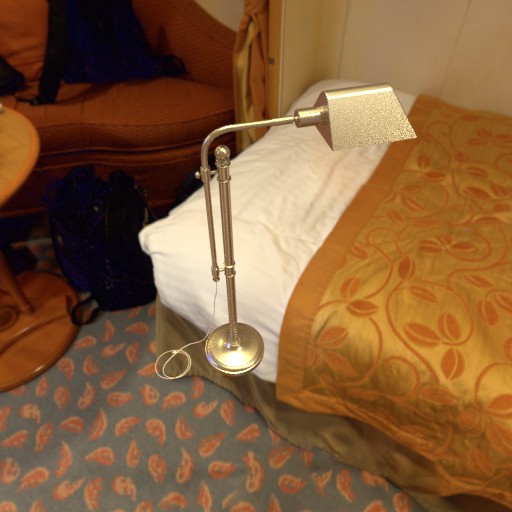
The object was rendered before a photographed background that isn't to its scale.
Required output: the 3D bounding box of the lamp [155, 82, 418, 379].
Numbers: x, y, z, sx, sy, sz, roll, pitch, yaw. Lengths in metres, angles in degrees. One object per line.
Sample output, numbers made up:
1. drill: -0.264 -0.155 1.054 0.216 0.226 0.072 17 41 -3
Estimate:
1. lamp: 0.000 0.000 0.954 0.546 0.708 0.159 -11 48 -10
